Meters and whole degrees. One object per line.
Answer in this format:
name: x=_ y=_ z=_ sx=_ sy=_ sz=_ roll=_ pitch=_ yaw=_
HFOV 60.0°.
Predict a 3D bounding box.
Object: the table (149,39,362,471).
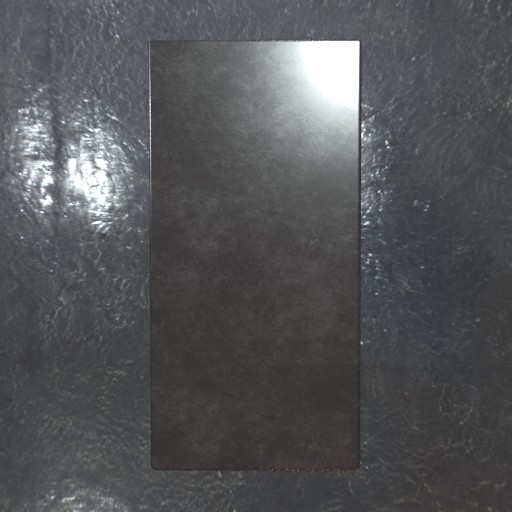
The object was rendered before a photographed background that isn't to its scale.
table: x=0.000 y=0.000 z=1.439 sx=0.580 sy=0.487 sz=1.171 roll=0 pitch=92 yaw=0
